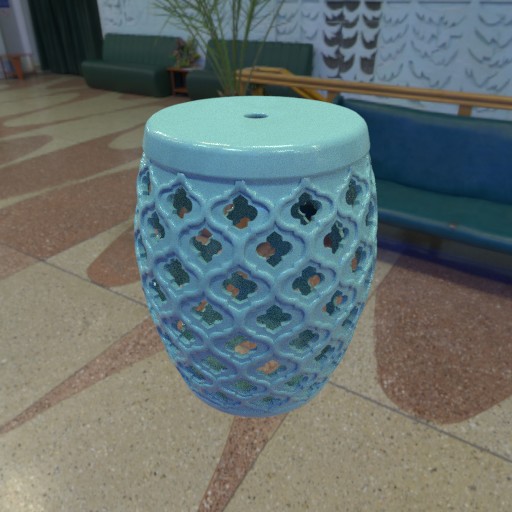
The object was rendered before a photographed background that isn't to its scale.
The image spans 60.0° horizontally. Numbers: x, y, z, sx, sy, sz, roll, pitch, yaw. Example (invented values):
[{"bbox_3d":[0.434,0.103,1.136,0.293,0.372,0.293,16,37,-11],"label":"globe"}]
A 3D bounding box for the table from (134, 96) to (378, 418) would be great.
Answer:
[{"bbox_3d":[0.000,0.000,0.626,0.325,0.388,0.325,0,30,0],"label":"table"}]
